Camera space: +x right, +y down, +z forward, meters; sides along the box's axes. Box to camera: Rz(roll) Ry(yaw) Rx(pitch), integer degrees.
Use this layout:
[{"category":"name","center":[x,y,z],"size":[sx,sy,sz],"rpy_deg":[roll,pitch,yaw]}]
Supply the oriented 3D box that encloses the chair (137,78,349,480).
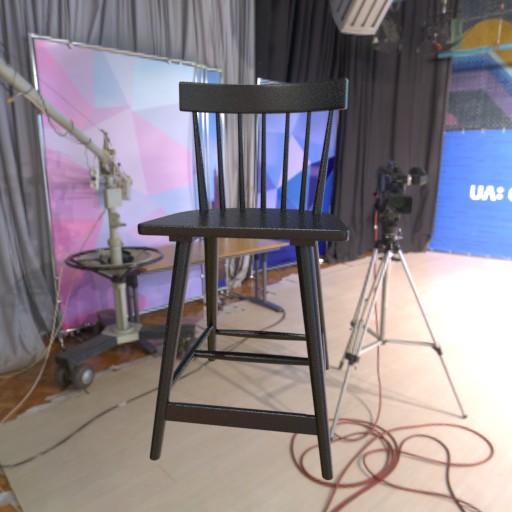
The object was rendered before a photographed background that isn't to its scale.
[{"category":"chair","center":[0.000,0.000,1.248],"size":[0.483,0.952,0.572],"rpy_deg":[2,14,9]}]
